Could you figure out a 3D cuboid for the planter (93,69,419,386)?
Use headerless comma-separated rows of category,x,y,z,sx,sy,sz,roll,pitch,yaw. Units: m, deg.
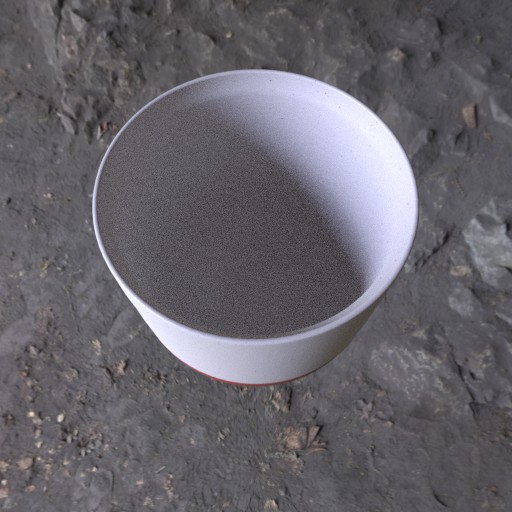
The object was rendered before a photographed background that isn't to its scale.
planter,0.000,0.000,0.484,0.268,0.270,0.268,0,64,0
